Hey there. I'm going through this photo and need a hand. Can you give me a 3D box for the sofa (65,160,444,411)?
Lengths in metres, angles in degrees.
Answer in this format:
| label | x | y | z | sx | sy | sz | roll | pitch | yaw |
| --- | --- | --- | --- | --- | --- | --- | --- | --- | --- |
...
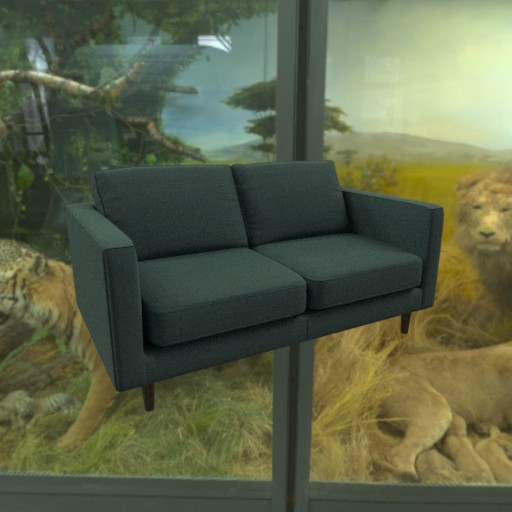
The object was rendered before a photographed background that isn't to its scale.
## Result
| label | x | y | z | sx | sy | sz | roll | pitch | yaw |
| --- | --- | --- | --- | --- | --- | --- | --- | --- | --- |
| sofa | 0.000 | 0.000 | 2.279 | 1.659 | 0.907 | 0.999 | -9 | 18 | -28 |
